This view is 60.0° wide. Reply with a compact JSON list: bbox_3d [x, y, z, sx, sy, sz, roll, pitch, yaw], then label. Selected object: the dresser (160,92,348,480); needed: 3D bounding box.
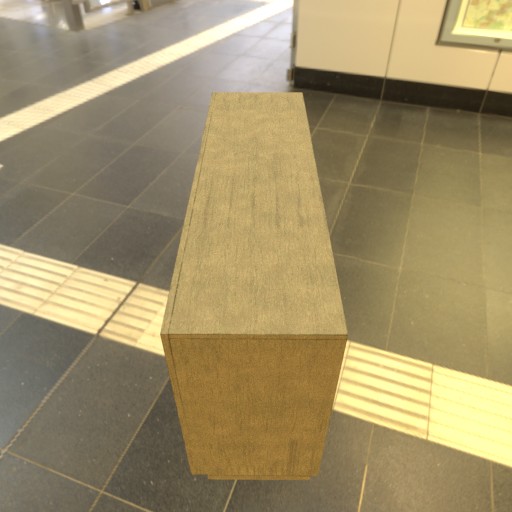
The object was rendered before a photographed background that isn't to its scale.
[{"bbox_3d":[0.000,0.000,2.037,0.483,0.889,1.628,0,41,0],"label":"dresser"}]
